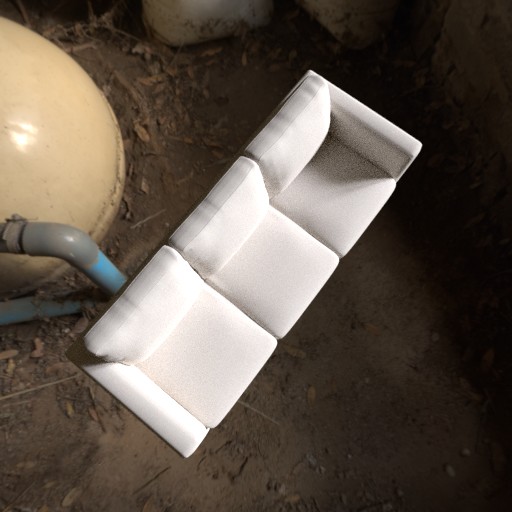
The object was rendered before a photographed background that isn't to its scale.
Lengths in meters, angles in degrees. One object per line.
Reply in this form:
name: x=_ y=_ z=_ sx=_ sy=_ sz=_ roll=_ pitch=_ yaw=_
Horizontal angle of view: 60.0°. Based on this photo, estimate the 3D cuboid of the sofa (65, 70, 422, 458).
sofa: x=0.000 y=0.000 z=2.510 sx=0.802 sy=0.912 sz=2.029 roll=37 pitch=79 yaw=9
